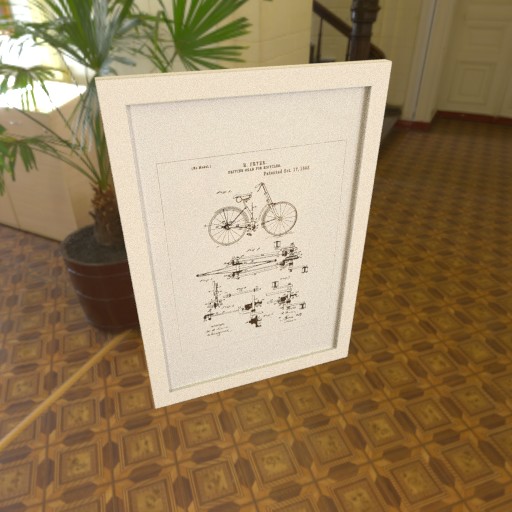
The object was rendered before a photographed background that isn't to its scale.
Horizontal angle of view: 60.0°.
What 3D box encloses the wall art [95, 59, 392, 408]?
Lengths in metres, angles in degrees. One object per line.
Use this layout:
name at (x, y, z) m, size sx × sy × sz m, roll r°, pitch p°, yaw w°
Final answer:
wall art at (0.000, 0.000, 0.604) m, size 0.332 × 0.477 × 0.015 m, roll -11°, pitch 34°, yaw -16°
